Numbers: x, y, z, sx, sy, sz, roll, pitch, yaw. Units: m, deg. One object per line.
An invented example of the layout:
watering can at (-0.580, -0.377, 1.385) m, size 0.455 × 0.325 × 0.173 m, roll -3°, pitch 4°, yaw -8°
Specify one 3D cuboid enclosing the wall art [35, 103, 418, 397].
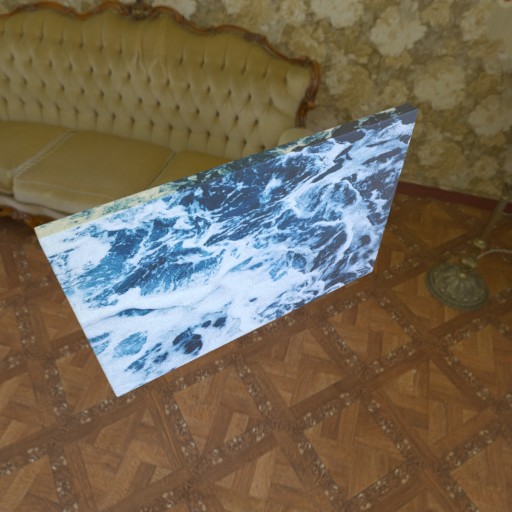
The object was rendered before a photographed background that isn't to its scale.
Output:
wall art at (0.000, 0.000, 1.172) m, size 0.915 × 0.610 × 0.042 m, roll -23°, pitch 51°, yaw -20°
